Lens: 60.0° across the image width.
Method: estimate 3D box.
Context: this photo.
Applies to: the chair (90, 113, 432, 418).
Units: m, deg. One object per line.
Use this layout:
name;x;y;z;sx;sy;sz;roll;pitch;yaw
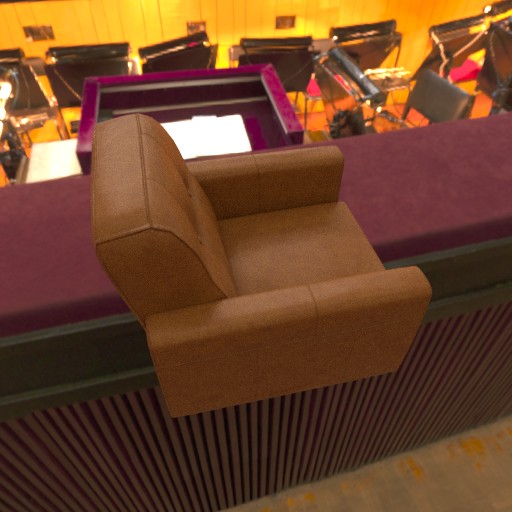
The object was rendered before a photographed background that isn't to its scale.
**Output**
chair;0.000;0.000;1.627;0.942;0.968;0.845;-10;47;-9
